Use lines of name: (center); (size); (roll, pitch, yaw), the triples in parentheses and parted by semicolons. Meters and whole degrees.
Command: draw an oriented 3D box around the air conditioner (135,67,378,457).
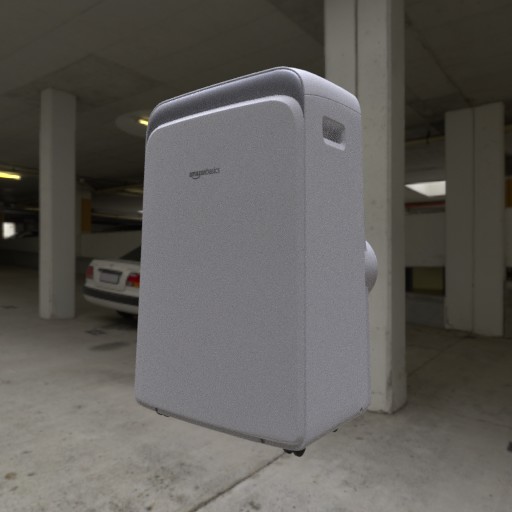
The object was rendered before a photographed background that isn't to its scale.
air conditioner: (0.000, 0.000, 0.968); (0.454, 0.700, 0.365); (0, 0, 36)
